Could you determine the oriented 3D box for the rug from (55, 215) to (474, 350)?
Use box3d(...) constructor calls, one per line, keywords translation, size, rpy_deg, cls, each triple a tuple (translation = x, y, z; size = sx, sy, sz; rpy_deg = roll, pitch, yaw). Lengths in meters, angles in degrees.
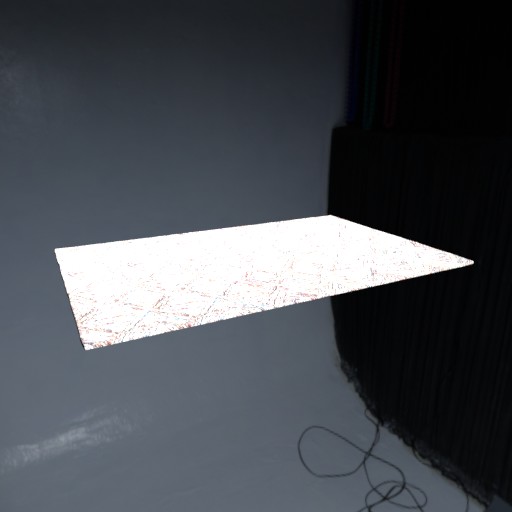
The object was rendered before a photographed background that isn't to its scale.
box3d(translation=(0.000, 0.000, 2.192), size=(1.761, 0.014, 1.143), rpy_deg=(-9, 20, -26), cls="rug")
